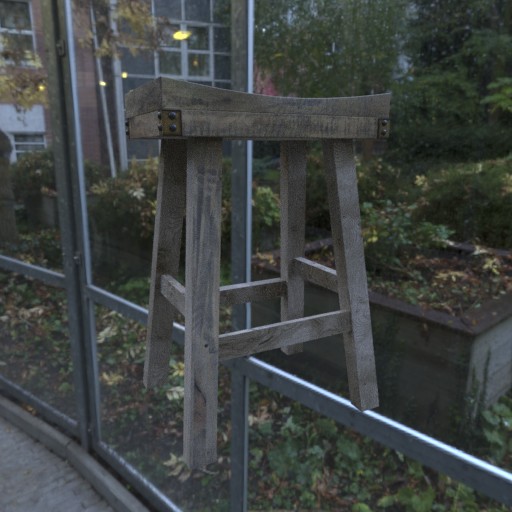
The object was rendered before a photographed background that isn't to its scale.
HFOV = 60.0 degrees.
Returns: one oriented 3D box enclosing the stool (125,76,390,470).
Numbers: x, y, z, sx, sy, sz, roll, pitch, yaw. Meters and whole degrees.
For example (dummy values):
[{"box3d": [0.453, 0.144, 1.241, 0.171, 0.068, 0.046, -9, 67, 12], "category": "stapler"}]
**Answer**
[{"box3d": [0.000, 0.000, 0.918, 0.450, 0.635, 0.330, -7, 15, -27], "category": "stool"}]
